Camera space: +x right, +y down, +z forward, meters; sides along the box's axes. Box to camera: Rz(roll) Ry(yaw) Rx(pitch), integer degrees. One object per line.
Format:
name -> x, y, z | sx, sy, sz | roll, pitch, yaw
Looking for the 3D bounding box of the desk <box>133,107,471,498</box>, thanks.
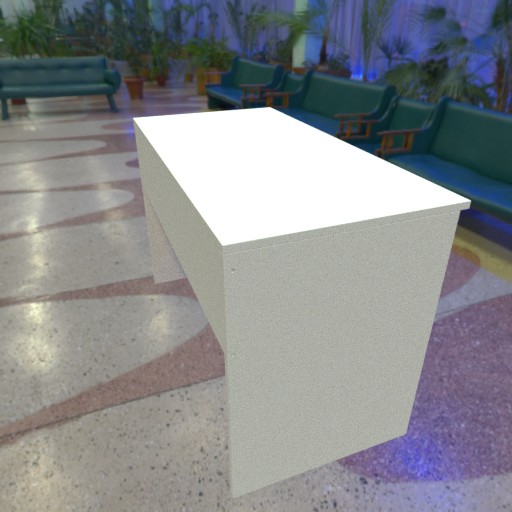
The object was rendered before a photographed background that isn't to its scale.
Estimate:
desk -> 0.000, 0.000, 1.486 | 0.560, 0.730, 1.100 | -11, 31, -19
